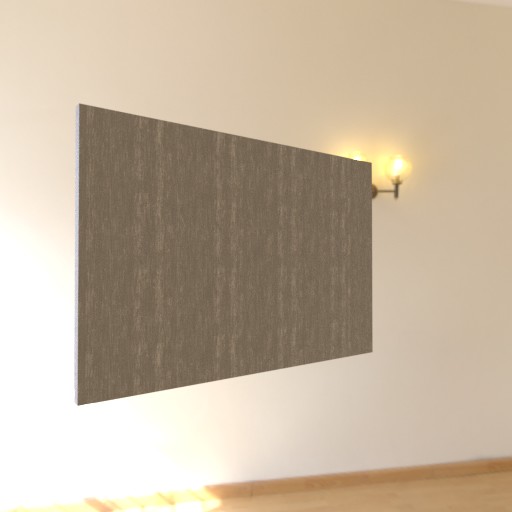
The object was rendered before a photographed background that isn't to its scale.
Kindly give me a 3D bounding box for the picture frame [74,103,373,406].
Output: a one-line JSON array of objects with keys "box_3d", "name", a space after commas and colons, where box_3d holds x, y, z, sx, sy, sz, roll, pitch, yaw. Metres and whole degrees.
[{"box_3d": [0.000, 0.000, 1.229, 0.950, 0.640, 0.029, 1, -1, -36], "name": "picture frame"}]
